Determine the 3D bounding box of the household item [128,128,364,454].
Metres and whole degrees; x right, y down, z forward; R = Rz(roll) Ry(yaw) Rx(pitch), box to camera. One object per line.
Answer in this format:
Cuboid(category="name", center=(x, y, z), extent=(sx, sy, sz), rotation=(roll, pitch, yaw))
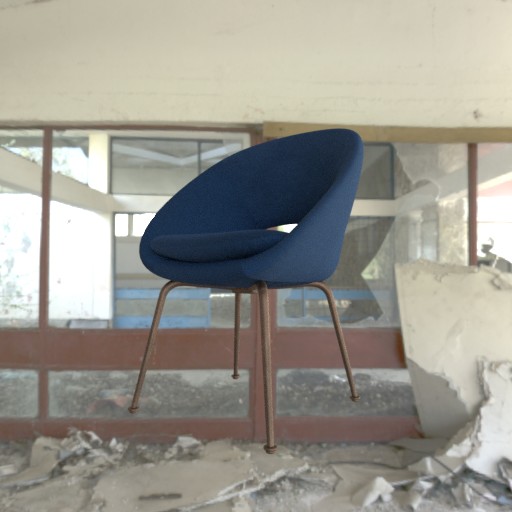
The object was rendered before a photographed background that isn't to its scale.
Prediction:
Cuboid(category="household item", center=(0.000, 0.000, 1.303), extent=(0.623, 0.852, 0.573), rotation=(-1, -2, 36))
